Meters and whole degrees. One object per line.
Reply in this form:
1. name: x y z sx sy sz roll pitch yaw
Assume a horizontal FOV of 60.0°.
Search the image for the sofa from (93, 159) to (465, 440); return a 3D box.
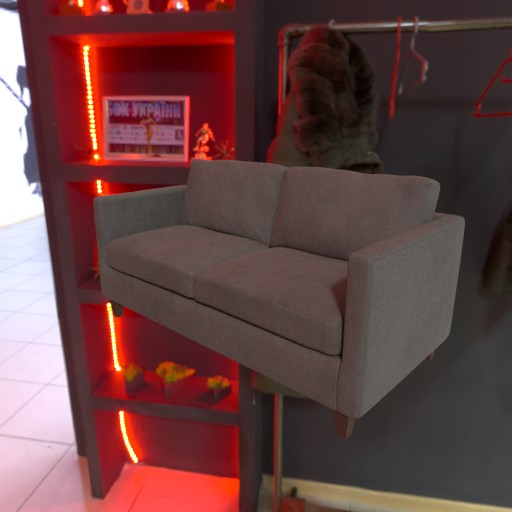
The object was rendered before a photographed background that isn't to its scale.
1. sofa: 0.000 0.000 2.454 1.884 0.963 0.950 15 22 40
